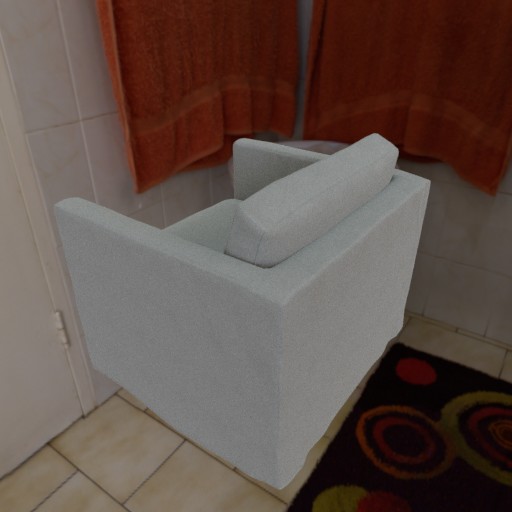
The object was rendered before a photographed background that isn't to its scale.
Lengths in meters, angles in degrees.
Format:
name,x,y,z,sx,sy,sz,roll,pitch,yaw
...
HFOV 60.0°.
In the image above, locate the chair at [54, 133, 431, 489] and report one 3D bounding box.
name,x,y,z,sx,sy,sz,roll,pitch,yaw
chair,0.000,0.000,1.702,0.949,0.863,1.057,20,36,31
